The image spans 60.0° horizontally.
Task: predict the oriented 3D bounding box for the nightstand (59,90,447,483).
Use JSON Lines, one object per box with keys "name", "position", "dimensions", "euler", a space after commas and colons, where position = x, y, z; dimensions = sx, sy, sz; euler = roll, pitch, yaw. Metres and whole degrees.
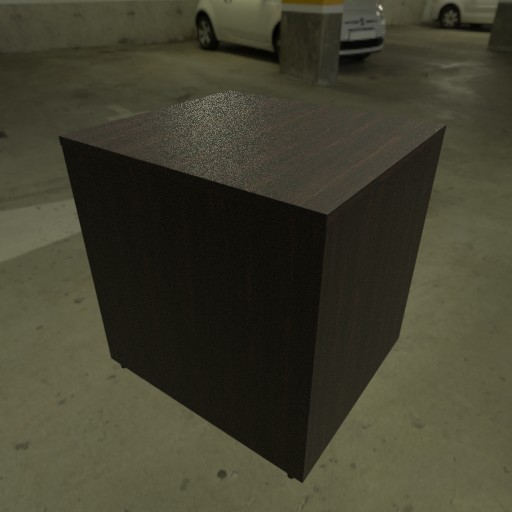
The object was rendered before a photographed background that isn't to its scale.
{"name": "nightstand", "position": [0.000, 0.000, 0.804], "dimensions": [0.461, 0.460, 0.400], "euler": [21, 37, 30]}
